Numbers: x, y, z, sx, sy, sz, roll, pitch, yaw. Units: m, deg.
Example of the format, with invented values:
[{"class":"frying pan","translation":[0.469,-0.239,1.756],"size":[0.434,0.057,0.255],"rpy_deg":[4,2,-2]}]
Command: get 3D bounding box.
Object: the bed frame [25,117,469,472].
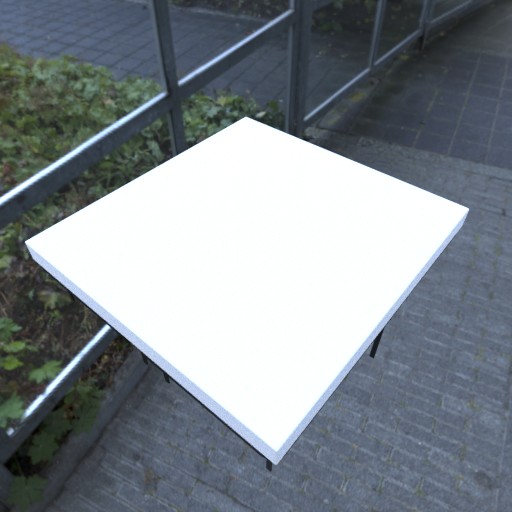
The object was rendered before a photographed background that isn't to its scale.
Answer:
[{"class":"bed frame","translation":[0.000,0.000,2.972],"size":[1.930,0.559,2.032],"rpy_deg":[31,52,27]}]
